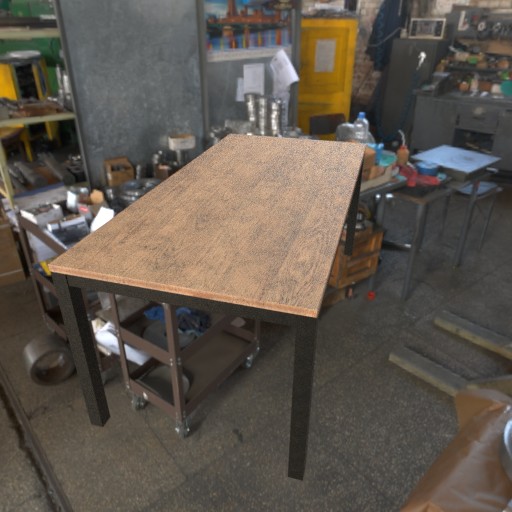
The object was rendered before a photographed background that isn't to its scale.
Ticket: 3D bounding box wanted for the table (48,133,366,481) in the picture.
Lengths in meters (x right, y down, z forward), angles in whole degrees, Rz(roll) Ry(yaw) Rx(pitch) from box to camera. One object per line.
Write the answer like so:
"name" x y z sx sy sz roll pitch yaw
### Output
"table" 0.000 0.000 2.289 0.893 0.767 1.805 8 30 14
